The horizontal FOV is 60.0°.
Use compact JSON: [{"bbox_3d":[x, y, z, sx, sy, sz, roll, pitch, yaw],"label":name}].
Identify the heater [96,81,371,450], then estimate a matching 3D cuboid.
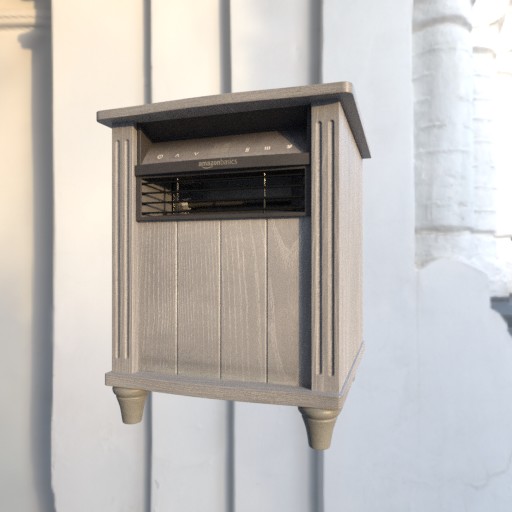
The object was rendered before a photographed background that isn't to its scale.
[{"bbox_3d":[0.000,0.000,0.757,0.362,0.481,0.400,0,0,18],"label":"heater"}]
